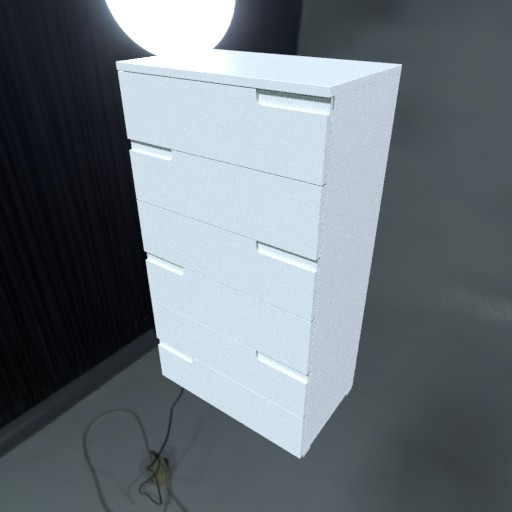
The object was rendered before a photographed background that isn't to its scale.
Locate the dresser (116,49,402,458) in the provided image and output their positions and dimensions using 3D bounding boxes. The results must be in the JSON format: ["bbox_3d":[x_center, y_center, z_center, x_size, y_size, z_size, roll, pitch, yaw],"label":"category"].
[{"bbox_3d":[0.000,0.000,1.479,0.650,1.190,0.400,20,36,30],"label":"dresser"}]
